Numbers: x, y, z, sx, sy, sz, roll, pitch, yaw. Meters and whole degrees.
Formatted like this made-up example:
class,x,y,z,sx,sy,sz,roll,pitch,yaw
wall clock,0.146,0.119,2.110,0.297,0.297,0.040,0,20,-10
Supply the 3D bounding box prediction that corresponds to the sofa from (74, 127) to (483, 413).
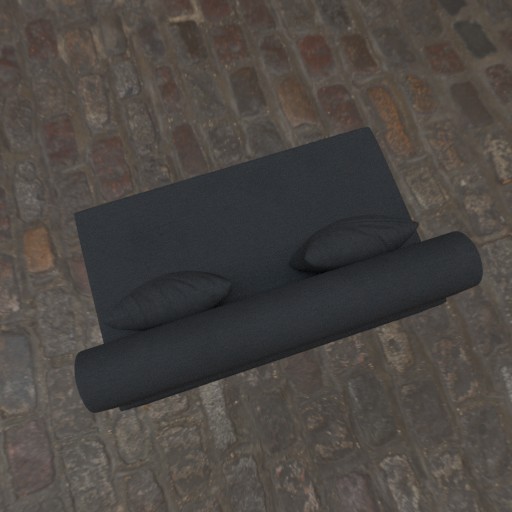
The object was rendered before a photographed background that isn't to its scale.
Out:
class,x,y,z,sx,sy,sz,roll,pitch,yaw
sofa,0.000,0.000,1.654,1.225,0.670,0.762,-17,76,-5
